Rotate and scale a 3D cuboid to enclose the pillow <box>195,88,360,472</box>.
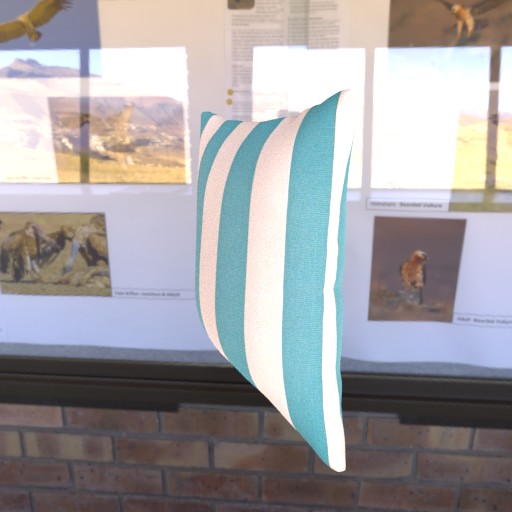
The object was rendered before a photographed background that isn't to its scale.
[{"bbox_3d":[0.000,0.000,0.801,0.189,0.526,0.536,-8,17,-26],"label":"pillow"}]
